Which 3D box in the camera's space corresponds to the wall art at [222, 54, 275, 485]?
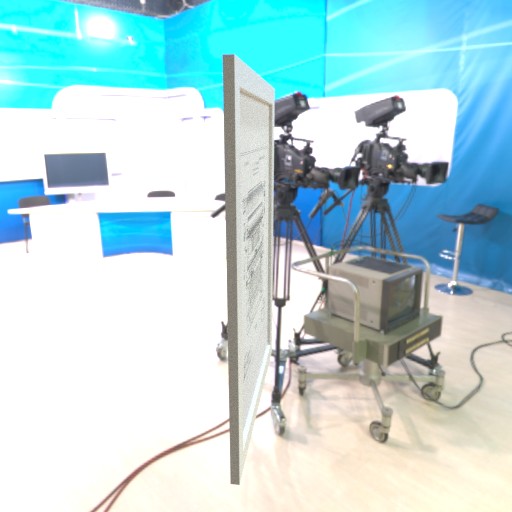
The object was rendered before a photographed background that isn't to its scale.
[{"bbox_3d":[0.000,0.000,0.705,0.013,0.533,0.381,2,16,8],"label":"wall art"}]
